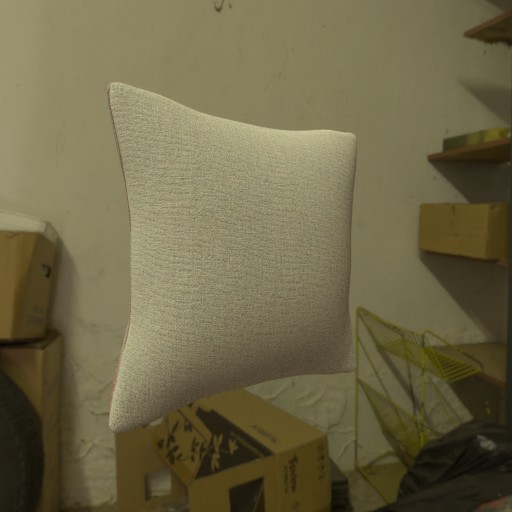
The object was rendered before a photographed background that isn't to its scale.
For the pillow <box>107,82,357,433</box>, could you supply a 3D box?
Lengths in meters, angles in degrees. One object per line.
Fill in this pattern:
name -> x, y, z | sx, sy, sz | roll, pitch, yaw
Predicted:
pillow -> 0.000, 0.000, 0.649 | 0.437, 0.419, 0.136 | -1, 2, -37
